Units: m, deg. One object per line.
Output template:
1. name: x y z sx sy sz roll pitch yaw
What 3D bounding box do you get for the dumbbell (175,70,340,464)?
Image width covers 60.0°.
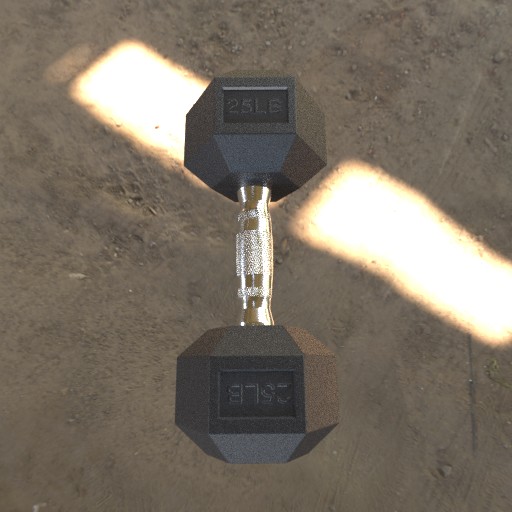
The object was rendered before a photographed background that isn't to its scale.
1. dumbbell: 0.000 0.000 0.380 0.129 0.113 0.315 0 76 0
